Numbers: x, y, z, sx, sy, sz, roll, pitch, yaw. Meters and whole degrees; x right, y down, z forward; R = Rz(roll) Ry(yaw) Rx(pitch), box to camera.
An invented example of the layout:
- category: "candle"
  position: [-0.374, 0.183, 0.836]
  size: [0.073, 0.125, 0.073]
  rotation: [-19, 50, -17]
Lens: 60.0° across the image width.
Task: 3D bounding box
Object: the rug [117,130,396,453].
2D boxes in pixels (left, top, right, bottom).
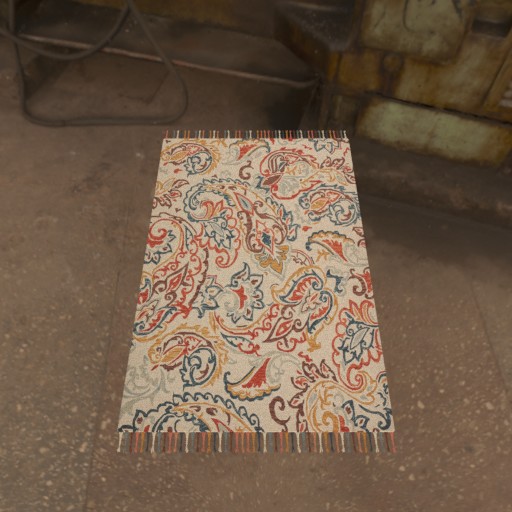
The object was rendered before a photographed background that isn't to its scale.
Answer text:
- category: "rug"
  position: [0.000, 0.000, 2.432]
  size: [1.218, 0.010, 1.997]
  rotation: [0, 58, 0]
